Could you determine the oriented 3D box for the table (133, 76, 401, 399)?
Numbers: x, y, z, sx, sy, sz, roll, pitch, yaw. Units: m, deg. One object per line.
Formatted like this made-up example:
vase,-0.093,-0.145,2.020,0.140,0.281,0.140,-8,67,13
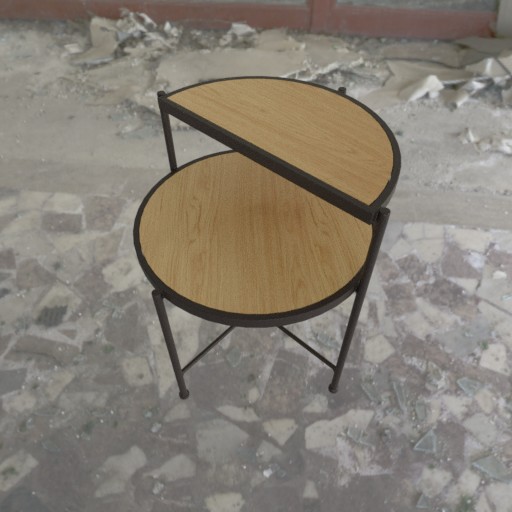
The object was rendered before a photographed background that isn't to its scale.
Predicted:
table,0.000,0.000,1.147,0.629,0.684,0.628,34,57,27
